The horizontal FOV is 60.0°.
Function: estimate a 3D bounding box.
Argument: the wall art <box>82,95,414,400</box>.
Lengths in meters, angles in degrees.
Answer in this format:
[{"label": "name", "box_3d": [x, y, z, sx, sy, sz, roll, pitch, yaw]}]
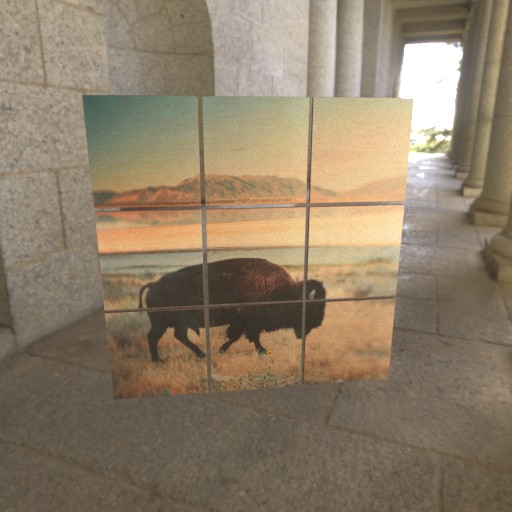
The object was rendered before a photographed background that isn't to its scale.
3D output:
[{"label": "wall art", "box_3d": [0.000, 0.000, 1.796, 1.221, 1.218, 0.019, -2, 16, -7]}]
